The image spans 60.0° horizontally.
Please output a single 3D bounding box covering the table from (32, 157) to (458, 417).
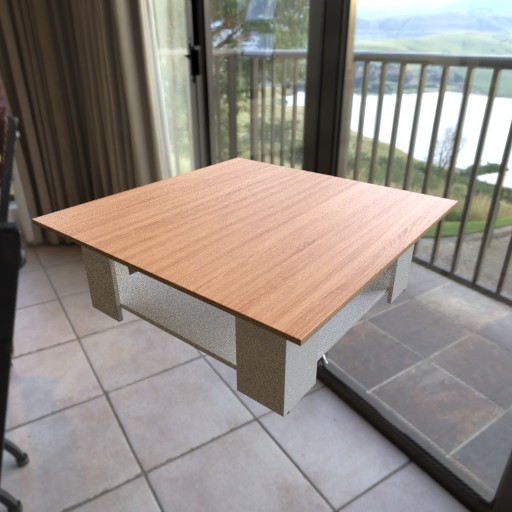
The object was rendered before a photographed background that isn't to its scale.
[{"bbox_3d":[0.000,0.000,1.370,0.890,0.305,0.890,19,32,34],"label":"table"}]
